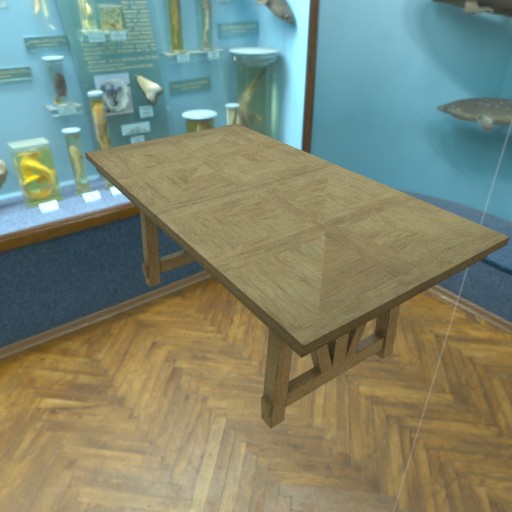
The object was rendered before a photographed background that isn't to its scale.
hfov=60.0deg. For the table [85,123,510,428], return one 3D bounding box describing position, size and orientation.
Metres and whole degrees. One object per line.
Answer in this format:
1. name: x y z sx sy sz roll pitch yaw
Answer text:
1. table: 0.000 0.000 2.277 1.016 0.768 1.881 -20 37 -29
